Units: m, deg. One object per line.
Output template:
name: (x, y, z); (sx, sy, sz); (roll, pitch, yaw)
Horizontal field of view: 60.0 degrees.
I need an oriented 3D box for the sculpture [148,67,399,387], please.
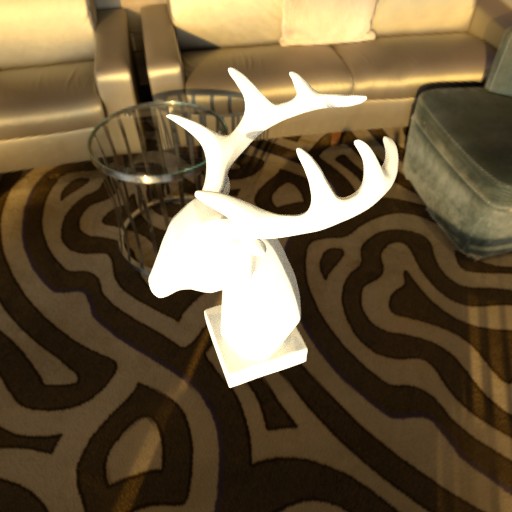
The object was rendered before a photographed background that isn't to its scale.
sculpture: (0.000, 0.000, 0.462); (0.224, 0.329, 0.174); (-15, 48, -14)
